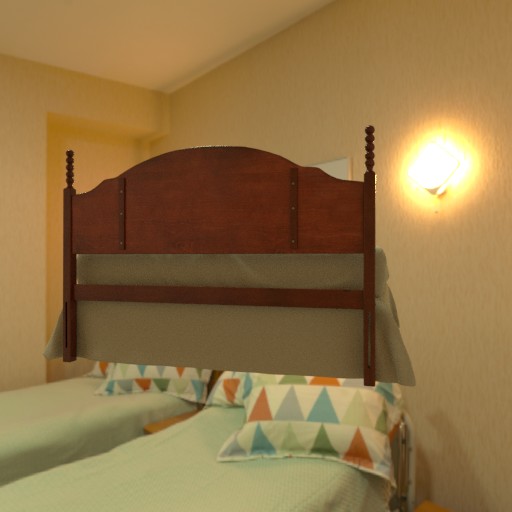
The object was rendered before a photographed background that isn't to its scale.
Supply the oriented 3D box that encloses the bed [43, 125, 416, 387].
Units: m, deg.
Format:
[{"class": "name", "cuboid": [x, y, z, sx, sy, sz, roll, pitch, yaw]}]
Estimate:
[{"class": "bed", "cuboid": [0.000, 0.000, 3.599, 2.322, 1.355, 2.219, 0, 0, 16]}]
